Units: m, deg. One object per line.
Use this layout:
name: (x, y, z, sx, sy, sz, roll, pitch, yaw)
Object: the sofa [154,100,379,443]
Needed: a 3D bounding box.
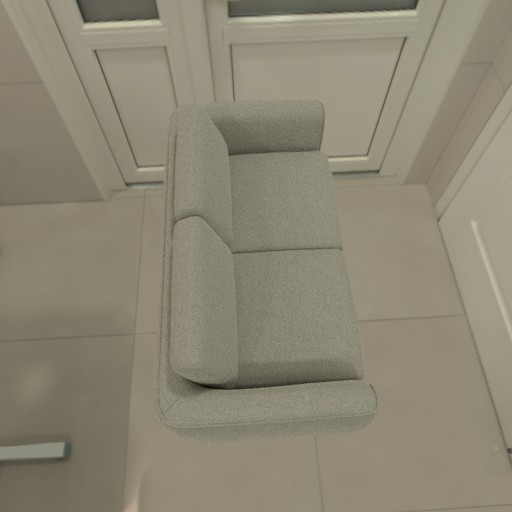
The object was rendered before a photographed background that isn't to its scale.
sofa: (0.000, 0.000, 2.218, 0.920, 0.850, 1.700, -3, 62, -2)
